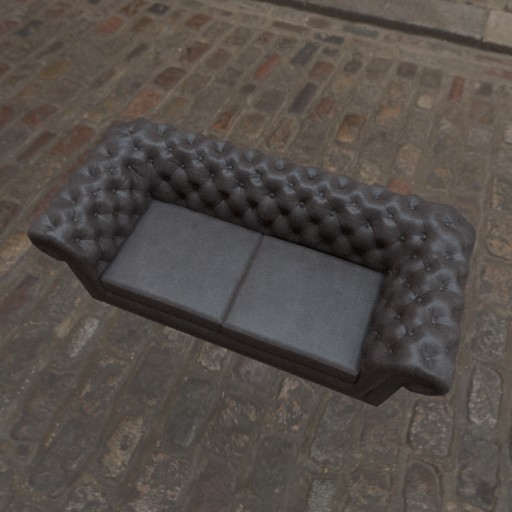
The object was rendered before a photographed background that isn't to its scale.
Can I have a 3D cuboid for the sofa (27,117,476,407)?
[{"bbox_3d":[0.000,0.000,2.411,2.048,0.779,0.944,19,61,11],"label":"sofa"}]
